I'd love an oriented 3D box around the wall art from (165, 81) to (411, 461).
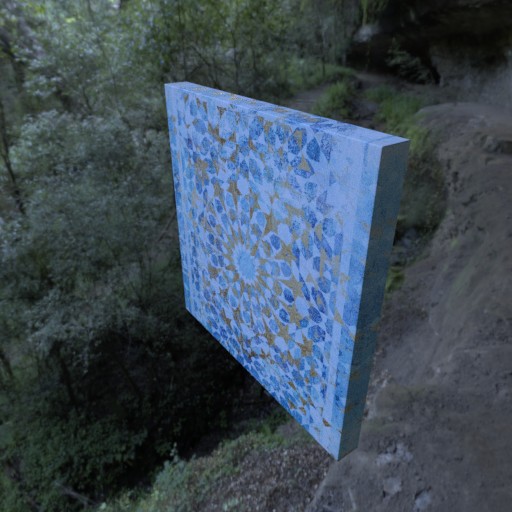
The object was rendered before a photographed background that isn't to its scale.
[{"bbox_3d":[0.000,0.000,0.615,0.037,0.405,0.405,-20,35,-31],"label":"wall art"}]
